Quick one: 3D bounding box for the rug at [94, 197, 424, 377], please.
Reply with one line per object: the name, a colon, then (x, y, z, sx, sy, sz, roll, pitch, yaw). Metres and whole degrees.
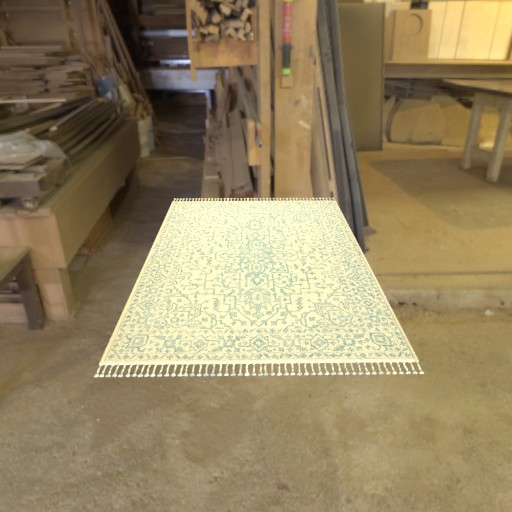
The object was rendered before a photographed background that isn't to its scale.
rug: (0.000, 0.000, 3.126, 1.524, 0.010, 2.438, 0, 27, -1)
